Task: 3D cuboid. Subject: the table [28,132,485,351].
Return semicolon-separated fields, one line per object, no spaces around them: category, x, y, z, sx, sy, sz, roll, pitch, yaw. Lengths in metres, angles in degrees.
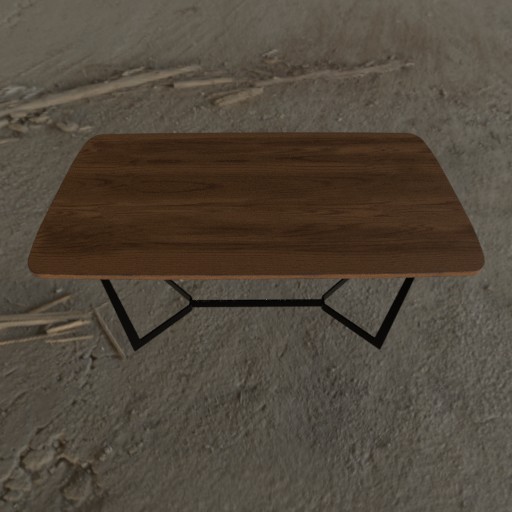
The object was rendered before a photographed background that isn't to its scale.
table;0.000;0.000;2.107;1.643;0.765;0.949;0;45;0
